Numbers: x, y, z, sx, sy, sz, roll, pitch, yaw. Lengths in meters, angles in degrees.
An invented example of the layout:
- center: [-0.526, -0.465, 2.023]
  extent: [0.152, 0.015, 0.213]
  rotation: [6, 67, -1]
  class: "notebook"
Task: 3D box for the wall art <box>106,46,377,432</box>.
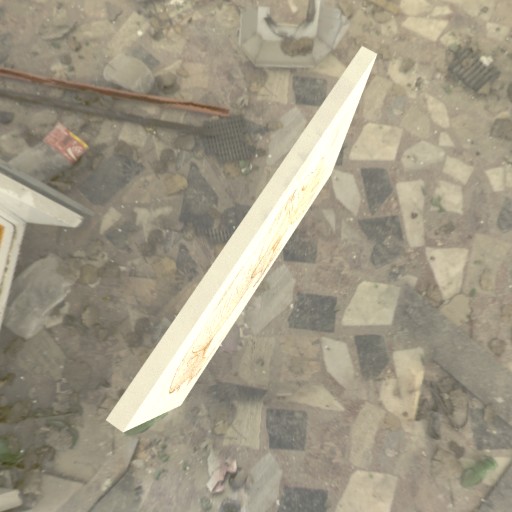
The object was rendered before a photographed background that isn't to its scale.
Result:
- center: [0.000, 0.000, 1.165]
  extent: [0.038, 0.610, 0.915]
  rotation: [32, 78, 8]
  class: "wall art"
